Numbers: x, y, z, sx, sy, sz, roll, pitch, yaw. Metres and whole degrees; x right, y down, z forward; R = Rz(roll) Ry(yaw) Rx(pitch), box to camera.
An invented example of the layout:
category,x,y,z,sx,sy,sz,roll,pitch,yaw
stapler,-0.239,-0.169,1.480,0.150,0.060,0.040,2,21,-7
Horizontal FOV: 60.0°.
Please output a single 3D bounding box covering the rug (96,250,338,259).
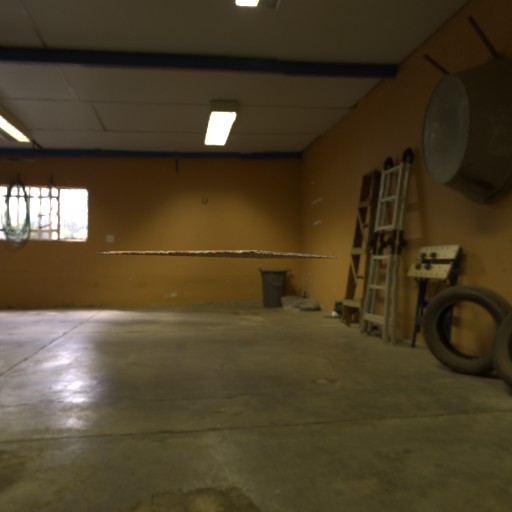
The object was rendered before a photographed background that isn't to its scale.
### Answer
category,x,y,z,sx,sy,sz,roll,pitch,yaw
rug,0.000,0.000,2.912,1.324,0.018,2.378,-1,-1,35
